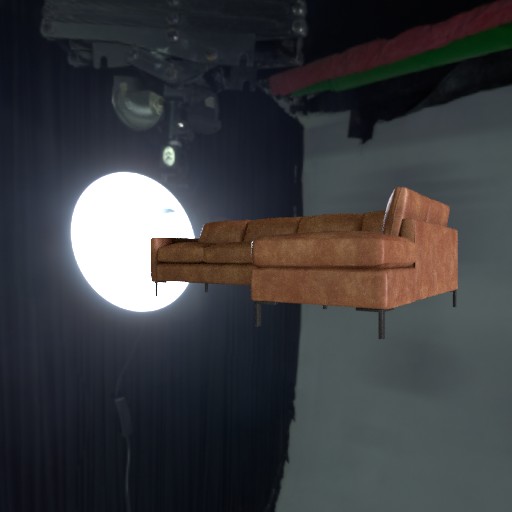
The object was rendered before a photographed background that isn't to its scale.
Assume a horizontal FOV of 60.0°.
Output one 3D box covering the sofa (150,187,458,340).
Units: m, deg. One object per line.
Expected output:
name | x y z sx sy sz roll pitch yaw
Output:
sofa | 0.000 0.000 3.885 2.984 0.877 1.938 0 0 35
